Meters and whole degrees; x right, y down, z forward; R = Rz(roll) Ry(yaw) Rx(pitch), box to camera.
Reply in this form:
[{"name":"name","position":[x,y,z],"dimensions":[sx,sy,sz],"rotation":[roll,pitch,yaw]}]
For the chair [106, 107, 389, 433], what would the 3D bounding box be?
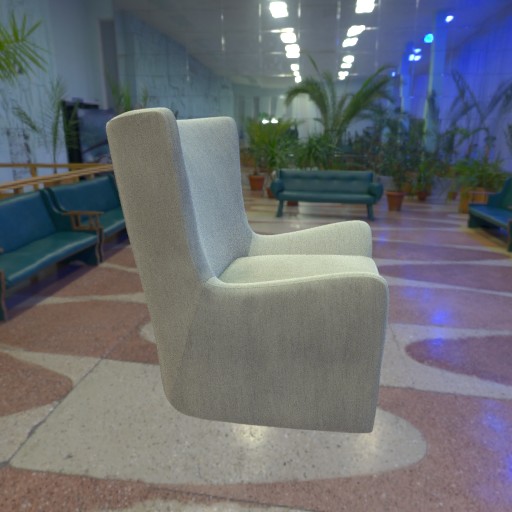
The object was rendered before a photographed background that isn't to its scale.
[{"name":"chair","position":[0.000,0.000,1.623],"dimensions":[0.904,1.000,0.779],"rotation":[3,16,10]}]
